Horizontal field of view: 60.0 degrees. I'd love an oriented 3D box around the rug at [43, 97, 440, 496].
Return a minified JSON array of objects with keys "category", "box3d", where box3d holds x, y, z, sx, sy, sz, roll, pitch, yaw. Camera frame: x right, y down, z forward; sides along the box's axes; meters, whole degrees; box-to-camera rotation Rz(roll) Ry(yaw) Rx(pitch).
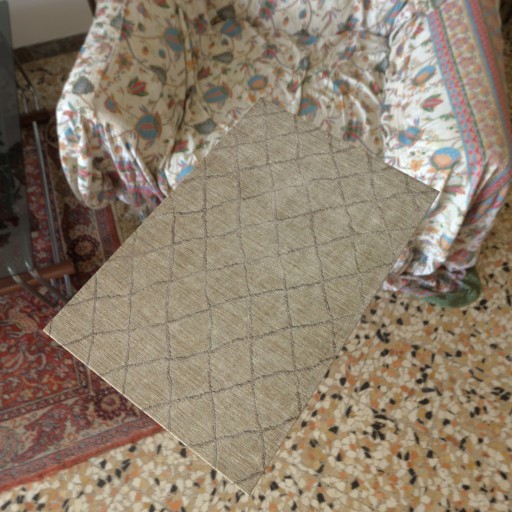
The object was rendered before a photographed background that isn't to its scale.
[{"category":"rug","box3d":[0.000,0.000,2.870,1.521,0.015,2.280,33,69,14]}]
